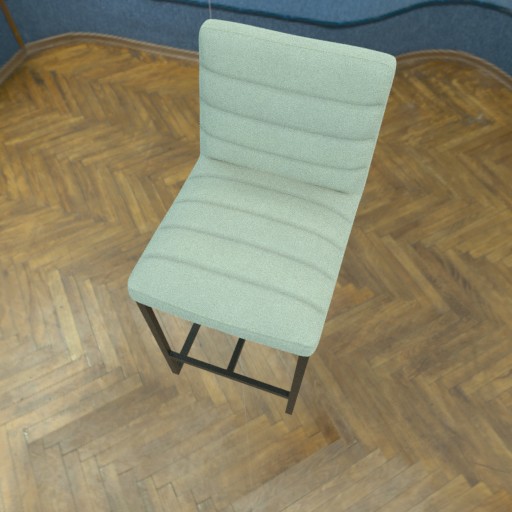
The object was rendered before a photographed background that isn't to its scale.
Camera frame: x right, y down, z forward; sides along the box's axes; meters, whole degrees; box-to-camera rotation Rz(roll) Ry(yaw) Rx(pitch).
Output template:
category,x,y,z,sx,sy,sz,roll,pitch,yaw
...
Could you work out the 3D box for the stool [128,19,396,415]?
category,x,y,z,sx,sy,sz,roll,pitch,yaw
stool,0.000,0.000,1.225,0.459,0.971,0.567,16,59,10
